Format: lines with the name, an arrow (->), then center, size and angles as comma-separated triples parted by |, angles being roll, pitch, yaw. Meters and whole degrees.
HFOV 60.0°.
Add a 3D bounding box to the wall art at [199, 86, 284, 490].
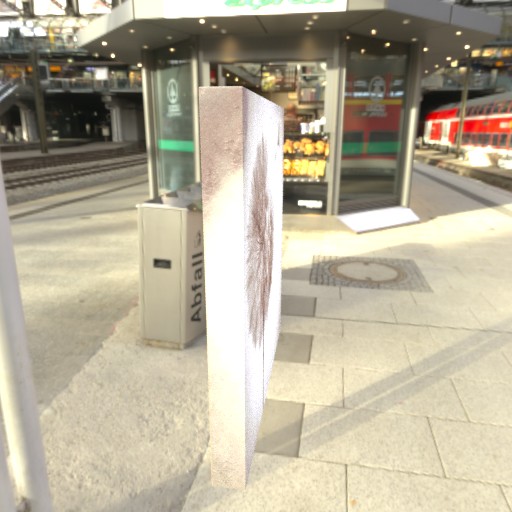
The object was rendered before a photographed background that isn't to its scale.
wall art -> 0.000, 0.000, 0.460 | 0.028, 0.303, 0.303 | 2, 16, 8
